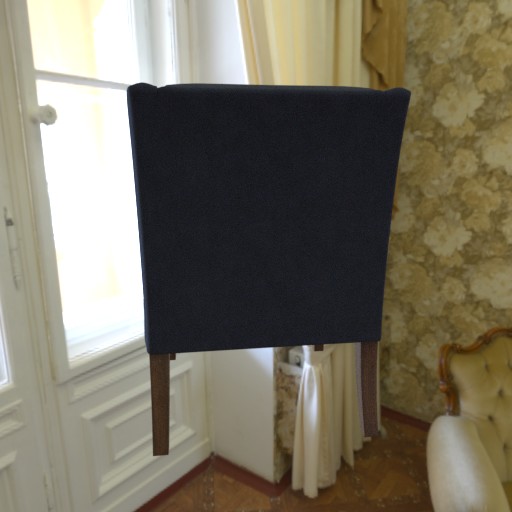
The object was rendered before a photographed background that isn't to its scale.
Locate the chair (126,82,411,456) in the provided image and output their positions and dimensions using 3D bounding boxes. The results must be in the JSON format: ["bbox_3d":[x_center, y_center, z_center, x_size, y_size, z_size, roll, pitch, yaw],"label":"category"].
[{"bbox_3d":[0.000,0.000,1.323,0.629,0.895,0.629,-2,14,-8],"label":"chair"}]
